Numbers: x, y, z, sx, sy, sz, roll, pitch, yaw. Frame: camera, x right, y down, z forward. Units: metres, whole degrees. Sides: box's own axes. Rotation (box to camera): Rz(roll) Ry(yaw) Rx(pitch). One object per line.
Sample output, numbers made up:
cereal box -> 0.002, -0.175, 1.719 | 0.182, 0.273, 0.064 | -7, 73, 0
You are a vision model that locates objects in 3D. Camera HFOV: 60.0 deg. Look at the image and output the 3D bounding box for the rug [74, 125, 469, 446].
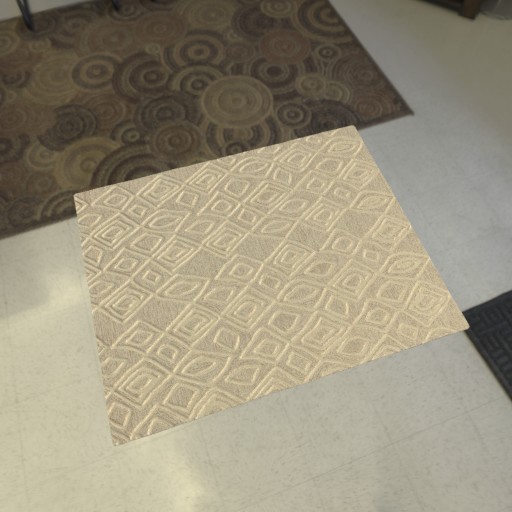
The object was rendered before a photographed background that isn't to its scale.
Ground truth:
rug -> 0.000, 0.000, 4.097 | 3.049, 0.025, 2.449 | -16, 63, -8
